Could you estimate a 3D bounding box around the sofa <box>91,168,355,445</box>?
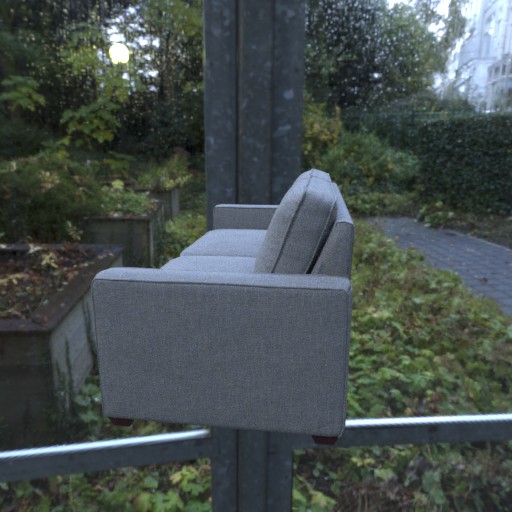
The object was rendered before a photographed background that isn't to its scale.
[{"bbox_3d":[0.000,0.000,2.528,0.945,0.918,2.078,2,14,8],"label":"sofa"}]
